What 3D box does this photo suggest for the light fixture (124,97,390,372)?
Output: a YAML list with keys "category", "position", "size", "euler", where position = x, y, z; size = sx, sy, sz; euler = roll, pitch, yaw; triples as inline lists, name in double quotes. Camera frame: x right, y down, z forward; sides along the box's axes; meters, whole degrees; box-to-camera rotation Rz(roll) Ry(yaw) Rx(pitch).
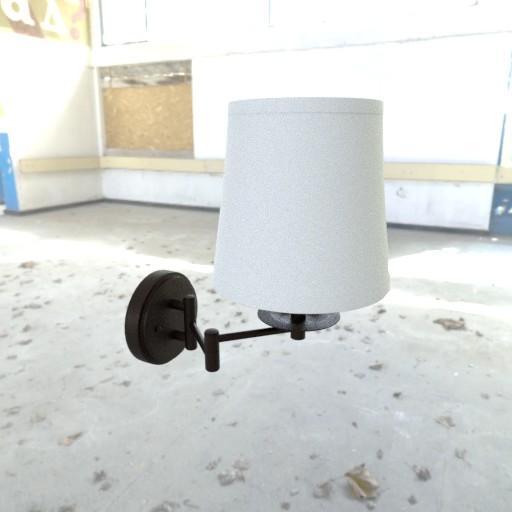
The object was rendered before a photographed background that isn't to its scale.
- category: "light fixture"
  position: [0.000, 0.000, 0.265]
  size: [0.157, 0.172, 0.100]
  euler: [8, 17, 26]
